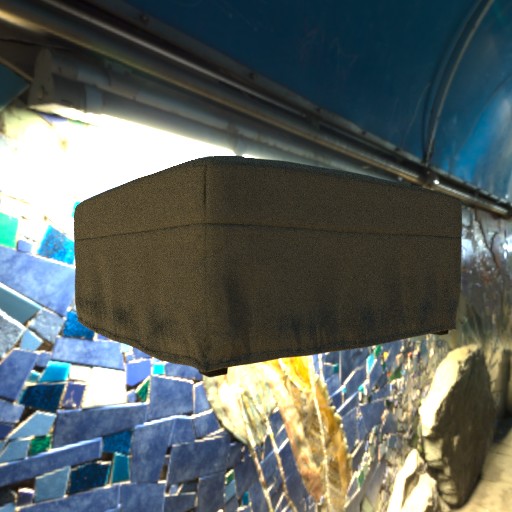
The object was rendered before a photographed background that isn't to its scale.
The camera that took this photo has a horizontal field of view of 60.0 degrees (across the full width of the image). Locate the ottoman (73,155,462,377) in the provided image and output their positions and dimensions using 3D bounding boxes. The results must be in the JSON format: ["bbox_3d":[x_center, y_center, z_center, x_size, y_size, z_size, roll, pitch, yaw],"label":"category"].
[{"bbox_3d":[0.000,0.000,1.304,0.843,0.436,0.840,0,-1,-37],"label":"ottoman"}]
